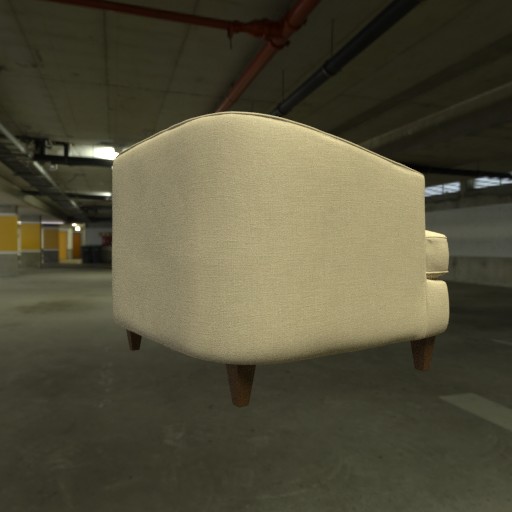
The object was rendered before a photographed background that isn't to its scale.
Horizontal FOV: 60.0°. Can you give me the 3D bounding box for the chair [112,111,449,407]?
[{"bbox_3d":[0.000,0.000,1.716,0.914,0.787,1.118,-1,2,-36],"label":"chair"}]
